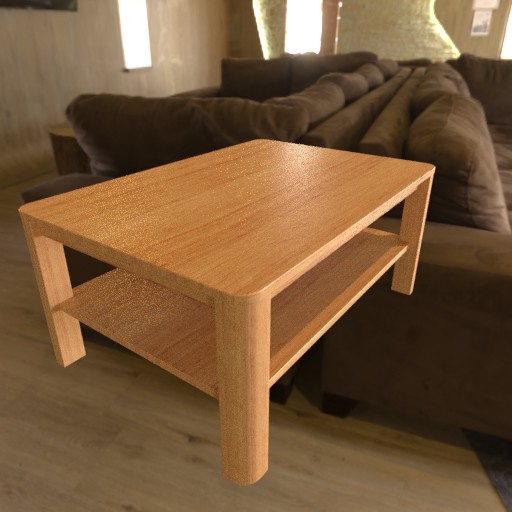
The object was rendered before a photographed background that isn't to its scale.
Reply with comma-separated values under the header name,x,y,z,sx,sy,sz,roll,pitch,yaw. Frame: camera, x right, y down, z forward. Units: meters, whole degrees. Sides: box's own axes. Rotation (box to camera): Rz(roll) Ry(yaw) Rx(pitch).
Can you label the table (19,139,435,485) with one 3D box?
name,x,y,z,sx,sy,sz,roll,pitch,yaw
table,0.000,0.000,1.316,0.696,0.445,0.997,18,31,32
